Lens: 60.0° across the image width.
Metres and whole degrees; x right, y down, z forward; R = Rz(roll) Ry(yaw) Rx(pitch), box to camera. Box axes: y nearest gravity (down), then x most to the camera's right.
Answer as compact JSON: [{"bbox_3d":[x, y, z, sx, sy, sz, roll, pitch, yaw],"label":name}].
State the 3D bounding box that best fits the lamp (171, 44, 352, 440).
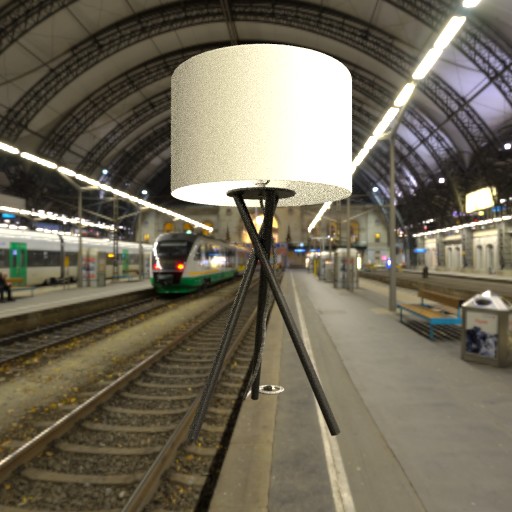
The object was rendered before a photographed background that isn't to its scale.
[{"bbox_3d":[0.000,0.000,0.915,0.353,0.674,0.422,0,-1,-17],"label":"lamp"}]
